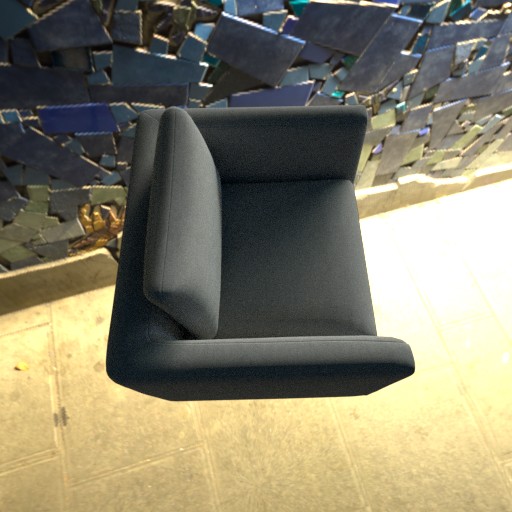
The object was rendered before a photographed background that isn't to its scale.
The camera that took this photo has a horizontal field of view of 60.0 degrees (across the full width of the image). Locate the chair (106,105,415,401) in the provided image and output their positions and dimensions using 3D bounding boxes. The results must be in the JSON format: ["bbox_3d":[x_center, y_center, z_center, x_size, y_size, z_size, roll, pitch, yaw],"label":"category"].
[{"bbox_3d":[0.000,0.000,1.691,0.889,0.864,1.041,-1,63,-1],"label":"chair"}]
